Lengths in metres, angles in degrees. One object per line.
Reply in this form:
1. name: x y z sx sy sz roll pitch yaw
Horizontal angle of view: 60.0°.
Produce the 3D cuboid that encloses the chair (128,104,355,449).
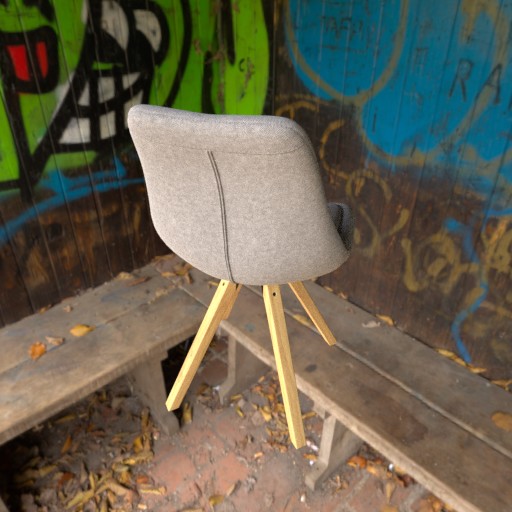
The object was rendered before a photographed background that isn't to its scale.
1. chair: 0.000 0.000 1.160 0.483 0.865 0.550 10 34 16
